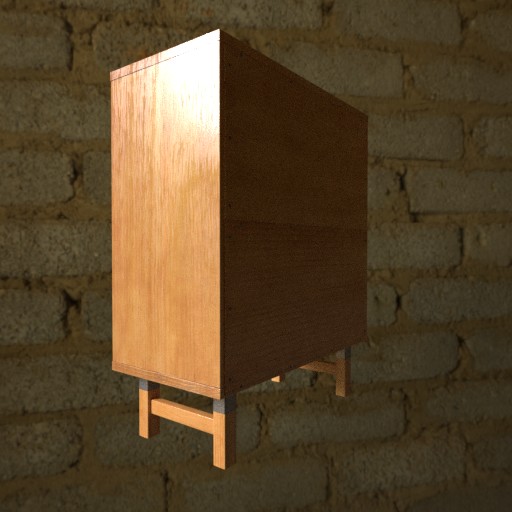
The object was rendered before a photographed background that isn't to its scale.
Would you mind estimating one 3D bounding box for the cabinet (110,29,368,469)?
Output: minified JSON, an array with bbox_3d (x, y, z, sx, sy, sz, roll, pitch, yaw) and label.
[{"bbox_3d":[0.000,0.000,1.410,0.419,1.001,0.800,1,1,37],"label":"cabinet"}]
